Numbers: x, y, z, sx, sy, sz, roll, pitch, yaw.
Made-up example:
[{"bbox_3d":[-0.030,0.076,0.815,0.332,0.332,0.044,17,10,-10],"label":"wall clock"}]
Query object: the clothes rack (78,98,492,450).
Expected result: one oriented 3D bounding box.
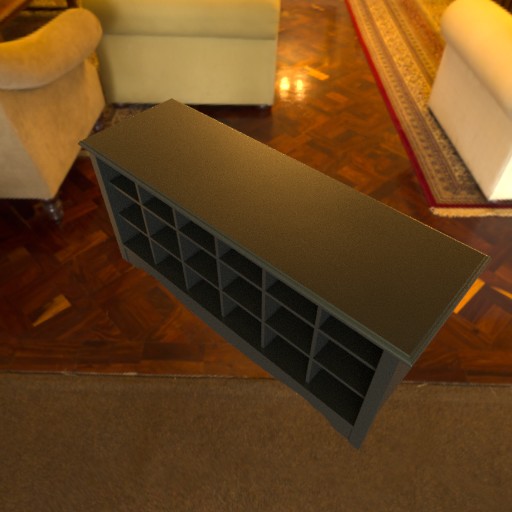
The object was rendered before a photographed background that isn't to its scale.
[{"bbox_3d":[0.000,0.000,1.475,1.219,0.556,0.406,33,55,27],"label":"clothes rack"}]
